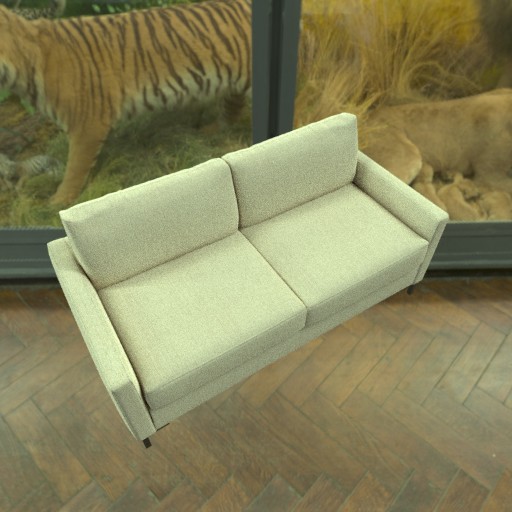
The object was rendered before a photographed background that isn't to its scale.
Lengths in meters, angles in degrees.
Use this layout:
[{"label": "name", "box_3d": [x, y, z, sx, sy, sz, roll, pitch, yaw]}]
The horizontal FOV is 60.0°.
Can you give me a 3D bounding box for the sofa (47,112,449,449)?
[{"label": "sofa", "box_3d": [0.000, 0.000, 2.086, 1.651, 0.812, 0.839, -25, 51, -21]}]
